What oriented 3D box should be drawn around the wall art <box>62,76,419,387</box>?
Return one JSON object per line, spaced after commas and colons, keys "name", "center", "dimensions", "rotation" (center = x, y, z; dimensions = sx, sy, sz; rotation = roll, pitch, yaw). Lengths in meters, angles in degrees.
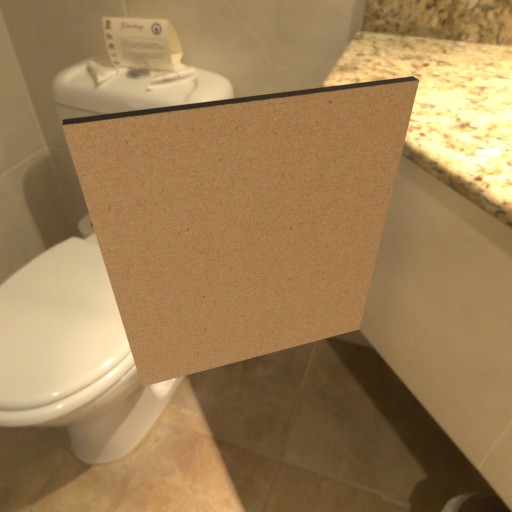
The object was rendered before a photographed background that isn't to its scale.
{"name": "wall art", "center": [0.000, 0.000, 1.195], "dimensions": [0.755, 0.863, 0.028], "rotation": [-12, 43, -13]}
